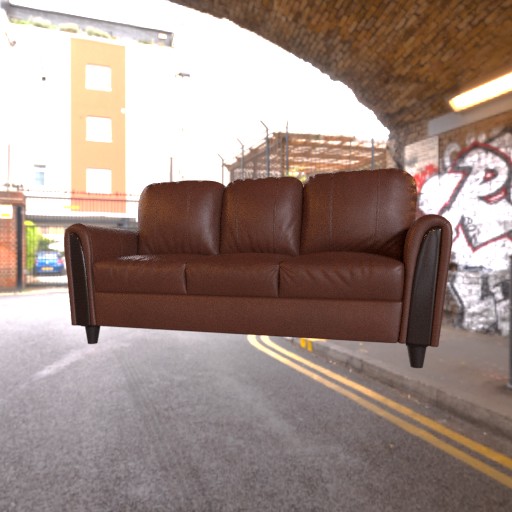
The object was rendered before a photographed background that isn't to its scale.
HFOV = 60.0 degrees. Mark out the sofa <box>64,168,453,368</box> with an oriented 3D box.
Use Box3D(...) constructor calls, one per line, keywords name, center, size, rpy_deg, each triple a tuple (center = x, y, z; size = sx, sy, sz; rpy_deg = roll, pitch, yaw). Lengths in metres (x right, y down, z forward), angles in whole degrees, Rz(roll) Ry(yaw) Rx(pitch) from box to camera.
Box3D(name="sofa", center=(0.000, 0.000, 2.377), size=(1.862, 0.915, 0.802), rpy_deg=(0, 0, 18))
